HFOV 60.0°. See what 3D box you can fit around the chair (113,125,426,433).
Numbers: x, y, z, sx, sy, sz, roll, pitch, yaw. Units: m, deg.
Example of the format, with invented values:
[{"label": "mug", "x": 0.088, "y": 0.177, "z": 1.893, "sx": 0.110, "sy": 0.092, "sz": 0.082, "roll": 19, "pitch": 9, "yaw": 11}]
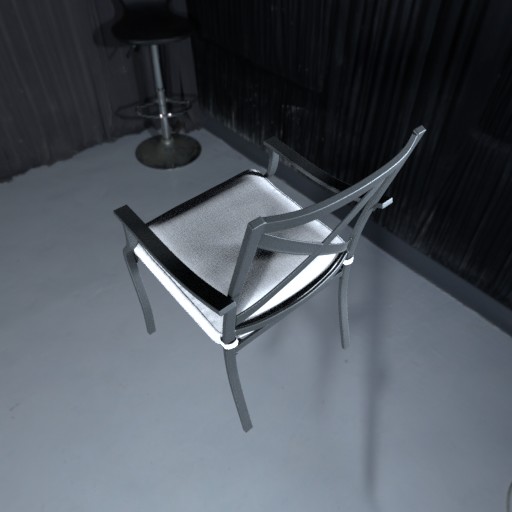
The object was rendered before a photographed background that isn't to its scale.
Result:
[{"label": "chair", "x": 0.000, "y": 0.000, "z": 1.298, "sx": 0.575, "sy": 0.889, "sz": 0.620, "roll": -32, "pitch": 54, "yaw": -27}]
